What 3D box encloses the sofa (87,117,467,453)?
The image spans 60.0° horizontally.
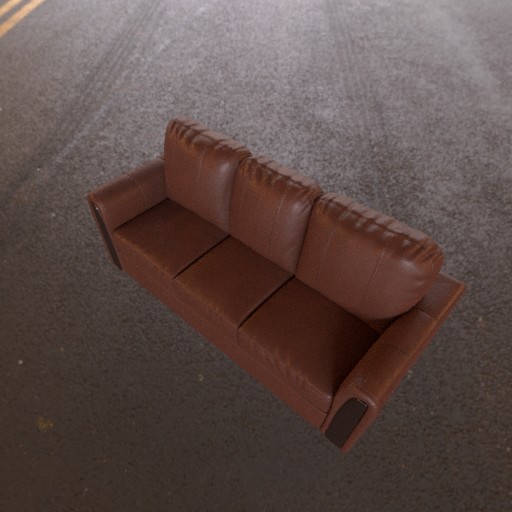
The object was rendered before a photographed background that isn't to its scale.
[{"bbox_3d":[0.000,0.000,2.309,1.862,0.915,0.802,33,54,28],"label":"sofa"}]
